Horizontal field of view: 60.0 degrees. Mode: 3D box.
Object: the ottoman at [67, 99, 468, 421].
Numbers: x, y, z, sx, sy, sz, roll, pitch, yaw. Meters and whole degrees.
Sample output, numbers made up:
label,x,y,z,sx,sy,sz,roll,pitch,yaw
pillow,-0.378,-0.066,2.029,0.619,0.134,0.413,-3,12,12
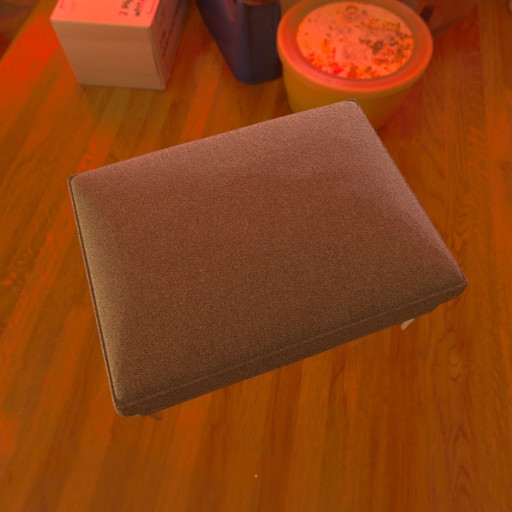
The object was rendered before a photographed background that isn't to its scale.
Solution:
label,x,y,z,sx,sy,sz,roll,pitch,yaw
ottoman,0.000,0.000,1.147,0.785,0.464,0.583,-18,65,-9
